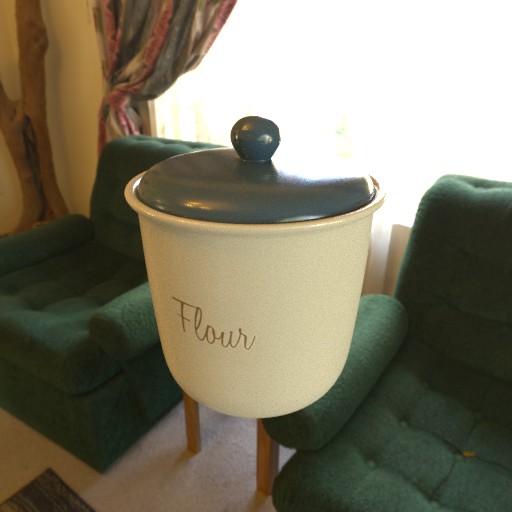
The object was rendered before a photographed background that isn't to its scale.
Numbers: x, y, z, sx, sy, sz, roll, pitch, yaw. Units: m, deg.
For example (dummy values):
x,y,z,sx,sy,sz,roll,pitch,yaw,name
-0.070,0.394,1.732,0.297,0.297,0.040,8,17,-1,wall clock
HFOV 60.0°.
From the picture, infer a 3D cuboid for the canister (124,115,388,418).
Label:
x,y,z,sx,sy,sz,roll,pitch,yaw,name
0.000,0.000,0.342,0.182,0.208,0.182,0,25,0,canister
